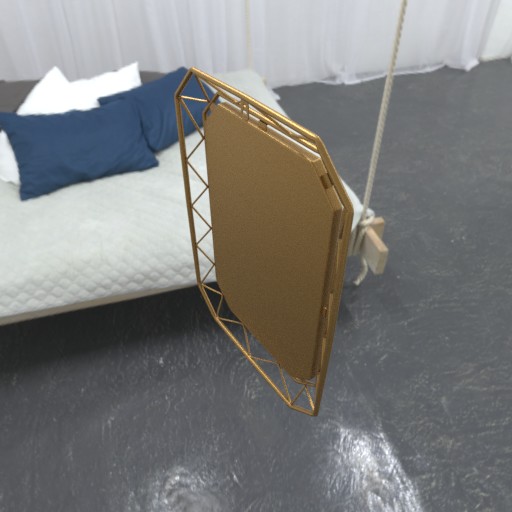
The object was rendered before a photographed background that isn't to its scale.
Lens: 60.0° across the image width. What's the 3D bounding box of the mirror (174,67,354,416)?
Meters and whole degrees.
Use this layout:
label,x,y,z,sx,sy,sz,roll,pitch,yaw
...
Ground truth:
label,x,y,z,sx,sy,sz,roll,pitch,yaw
mirror,0.000,0.000,0.758,0.042,0.566,0.417,-25,47,-26
